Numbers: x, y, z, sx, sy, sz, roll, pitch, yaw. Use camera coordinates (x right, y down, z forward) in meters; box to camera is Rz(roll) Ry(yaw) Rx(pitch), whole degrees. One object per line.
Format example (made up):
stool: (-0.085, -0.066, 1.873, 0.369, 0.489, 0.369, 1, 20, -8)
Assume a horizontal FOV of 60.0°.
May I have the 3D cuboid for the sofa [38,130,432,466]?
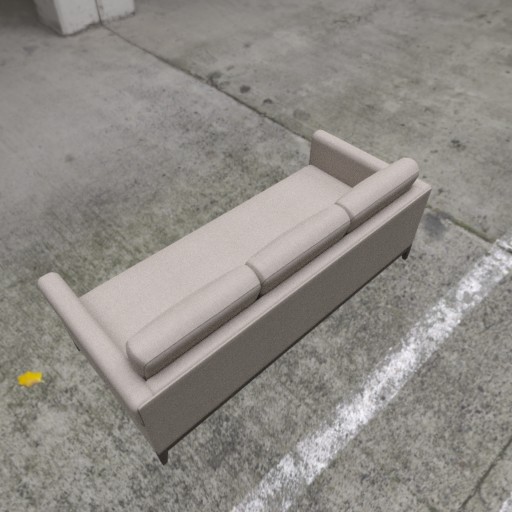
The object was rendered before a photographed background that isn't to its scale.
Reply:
sofa: (0.000, 0.000, 2.713, 2.210, 0.838, 0.959, -34, 55, -28)
